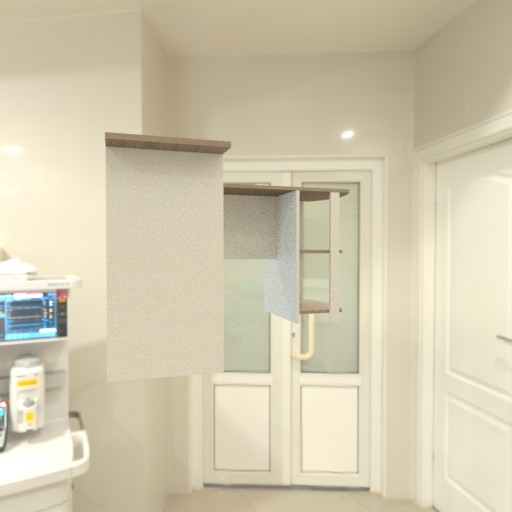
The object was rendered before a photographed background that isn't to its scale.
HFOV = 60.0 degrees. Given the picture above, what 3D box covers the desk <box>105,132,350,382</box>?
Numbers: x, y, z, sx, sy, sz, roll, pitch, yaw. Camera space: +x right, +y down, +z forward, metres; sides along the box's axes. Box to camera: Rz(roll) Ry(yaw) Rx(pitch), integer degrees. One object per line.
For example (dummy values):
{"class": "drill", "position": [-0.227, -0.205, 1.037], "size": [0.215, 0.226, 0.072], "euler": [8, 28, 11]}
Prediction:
{"class": "desk", "position": [0.000, 0.000, 2.058], "size": [1.303, 0.716, 1.361], "euler": [0, 1, -18]}
